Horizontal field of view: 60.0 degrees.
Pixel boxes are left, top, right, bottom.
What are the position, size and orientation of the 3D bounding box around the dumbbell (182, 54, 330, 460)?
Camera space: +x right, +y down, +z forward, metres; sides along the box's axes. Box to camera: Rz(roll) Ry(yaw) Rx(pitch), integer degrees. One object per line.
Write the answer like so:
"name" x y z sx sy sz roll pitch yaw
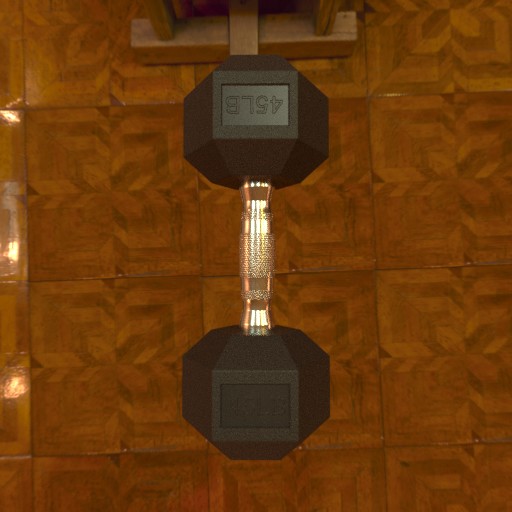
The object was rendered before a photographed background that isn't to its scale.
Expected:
"dumbbell" 0.000 0.000 0.426 0.141 0.123 0.356 0 88 1
